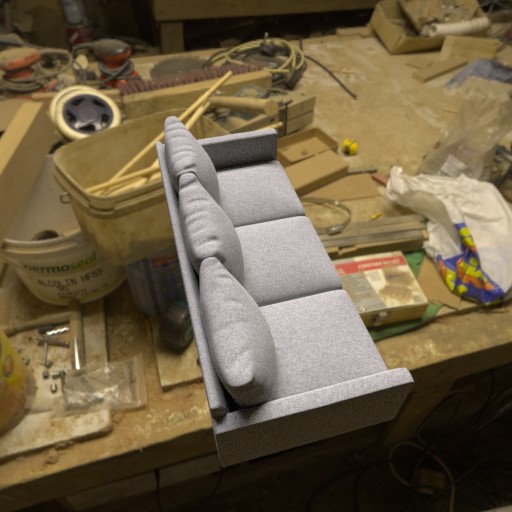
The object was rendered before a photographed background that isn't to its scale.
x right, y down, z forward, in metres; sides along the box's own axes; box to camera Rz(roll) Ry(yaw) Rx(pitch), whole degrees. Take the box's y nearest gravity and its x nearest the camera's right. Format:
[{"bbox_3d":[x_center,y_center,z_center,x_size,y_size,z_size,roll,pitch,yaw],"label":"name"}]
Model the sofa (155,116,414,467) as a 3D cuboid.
[{"bbox_3d":[0.000,0.000,2.497,0.850,0.830,2.000,-11,48,-10],"label":"sofa"}]
